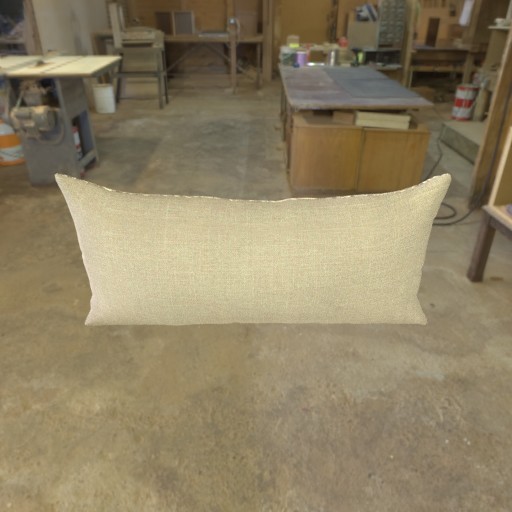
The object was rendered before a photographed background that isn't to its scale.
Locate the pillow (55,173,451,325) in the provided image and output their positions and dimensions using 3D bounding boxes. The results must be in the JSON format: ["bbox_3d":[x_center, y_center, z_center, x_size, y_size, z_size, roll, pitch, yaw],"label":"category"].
[{"bbox_3d":[0.000,0.000,0.749,0.631,0.290,0.148,0,29,0],"label":"pillow"}]
